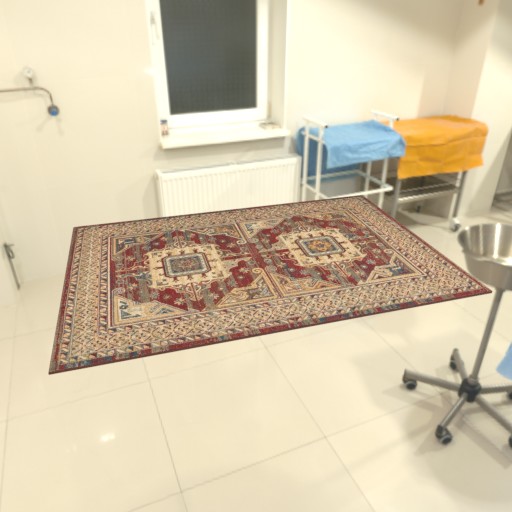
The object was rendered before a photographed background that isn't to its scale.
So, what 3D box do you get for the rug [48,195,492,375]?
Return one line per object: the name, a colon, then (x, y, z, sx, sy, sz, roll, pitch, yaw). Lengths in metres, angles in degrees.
rug: (0.000, 0.000, 5.631, 4.578, 0.033, 3.033, -8, 30, -14)
